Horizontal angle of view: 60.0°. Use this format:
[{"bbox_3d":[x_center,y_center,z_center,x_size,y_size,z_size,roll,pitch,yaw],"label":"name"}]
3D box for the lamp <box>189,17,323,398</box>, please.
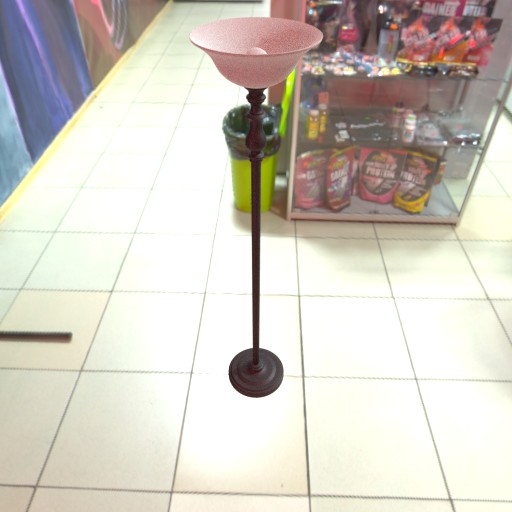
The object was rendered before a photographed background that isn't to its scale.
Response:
[{"bbox_3d":[0.000,0.000,1.940,0.405,1.797,0.405,24,47,25],"label":"lamp"}]
